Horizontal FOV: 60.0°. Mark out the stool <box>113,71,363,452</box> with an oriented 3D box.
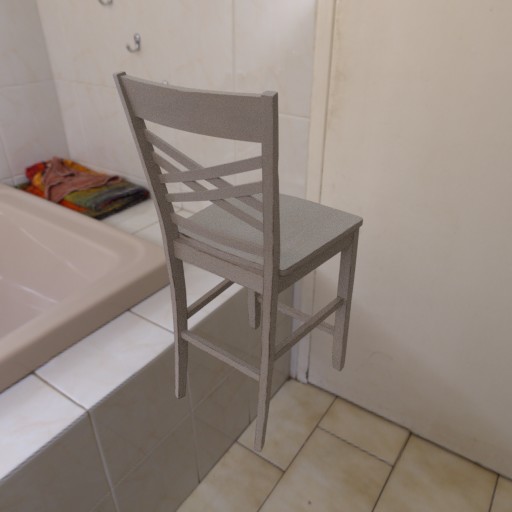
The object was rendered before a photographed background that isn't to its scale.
[{"bbox_3d":[0.000,0.000,1.367,0.462,1.079,0.539,21,36,31],"label":"stool"}]
